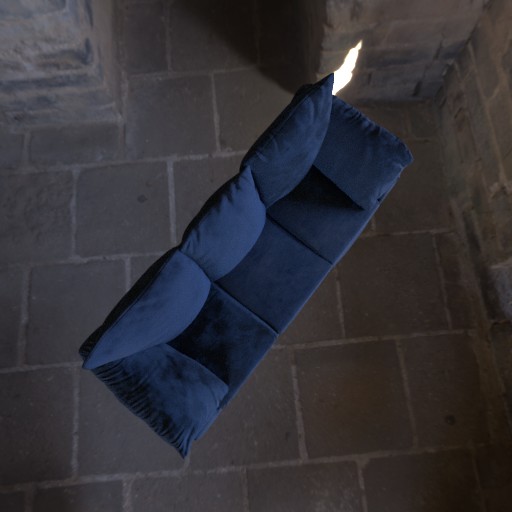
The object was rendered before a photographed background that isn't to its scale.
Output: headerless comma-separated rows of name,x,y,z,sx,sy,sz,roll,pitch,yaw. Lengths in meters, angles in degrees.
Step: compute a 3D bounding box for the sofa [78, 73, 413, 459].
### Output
sofa,0.000,0.000,2.909,0.907,1.091,2.390,37,79,8
